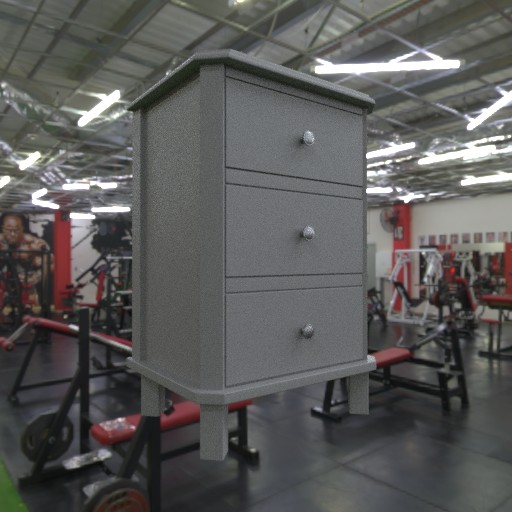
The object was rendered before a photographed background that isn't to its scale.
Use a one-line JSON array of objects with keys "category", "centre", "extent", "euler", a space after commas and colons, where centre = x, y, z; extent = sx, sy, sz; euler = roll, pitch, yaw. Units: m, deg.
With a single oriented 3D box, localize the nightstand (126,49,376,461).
[{"category": "nightstand", "centre": [0.000, 0.000, 0.964], "extent": [0.450, 0.680, 0.350], "euler": [0, 0, -36]}]
